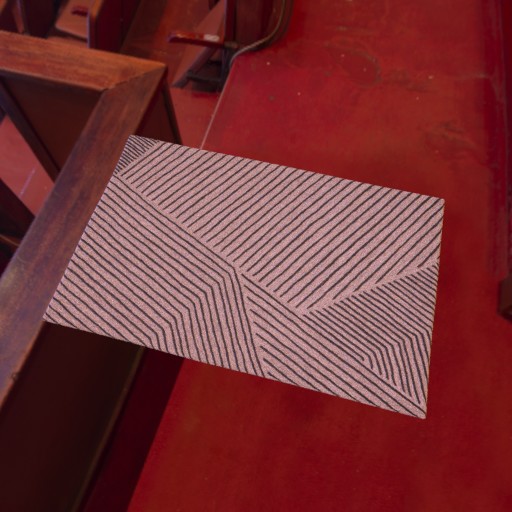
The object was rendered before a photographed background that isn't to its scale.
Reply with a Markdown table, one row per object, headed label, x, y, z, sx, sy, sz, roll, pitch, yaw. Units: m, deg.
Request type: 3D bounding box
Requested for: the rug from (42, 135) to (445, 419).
| label | x | y | z | sx | sy | sz | roll | pitch | yaw |
| --- | --- | --- | --- | --- | --- | --- | --- | --- | --- |
| rug | 0.000 | 0.000 | 2.992 | 2.406 | 0.023 | 1.539 | 13 | 65 | 6 |
